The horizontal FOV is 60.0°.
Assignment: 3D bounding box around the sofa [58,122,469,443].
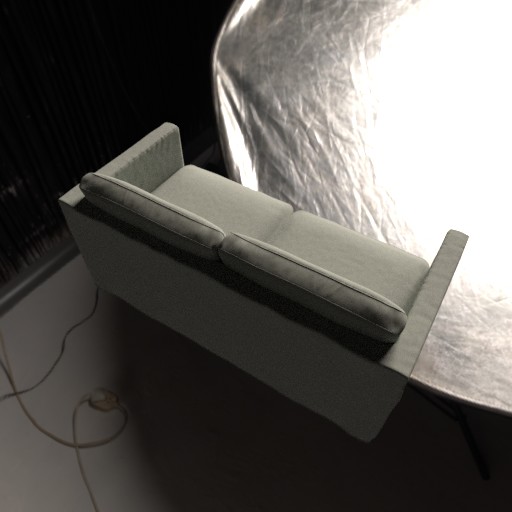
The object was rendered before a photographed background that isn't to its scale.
[{"bbox_3d":[0.000,0.000,2.512,1.987,0.870,0.940,25,53,21],"label":"sofa"}]
